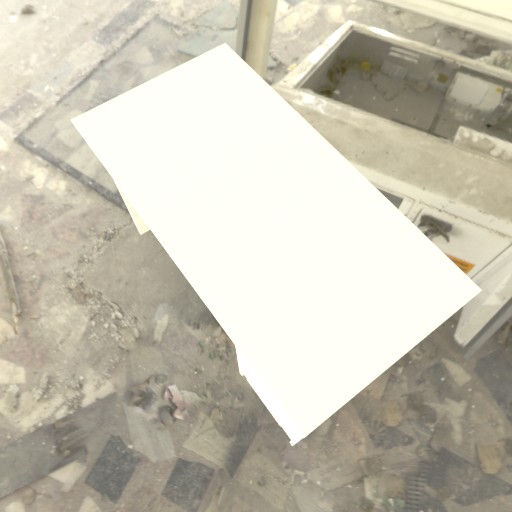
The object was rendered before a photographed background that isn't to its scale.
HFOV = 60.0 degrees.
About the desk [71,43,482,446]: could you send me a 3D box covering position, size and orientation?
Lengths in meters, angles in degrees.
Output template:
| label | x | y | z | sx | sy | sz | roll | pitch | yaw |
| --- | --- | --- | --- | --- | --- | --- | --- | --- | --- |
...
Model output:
| label | x | y | z | sx | sy | sz | roll | pitch | yaw |
| --- | --- | --- | --- | --- | --- | --- | --- | --- | --- |
| desk | 0.000 | 0.000 | 1.532 | 0.560 | 0.735 | 1.097 | -34 | 68 | -15 |
